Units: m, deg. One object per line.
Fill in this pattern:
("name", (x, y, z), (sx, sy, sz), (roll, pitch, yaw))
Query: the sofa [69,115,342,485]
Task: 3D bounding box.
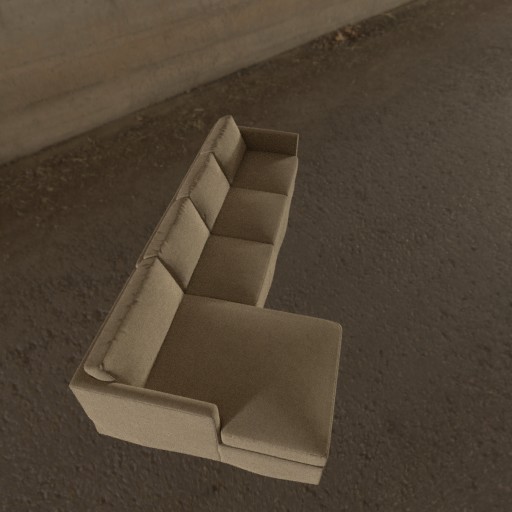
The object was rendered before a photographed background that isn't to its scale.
("sofa", (0.000, 0.000, 3.816), (1.638, 0.920, 3.198), (9, 47, 9))
